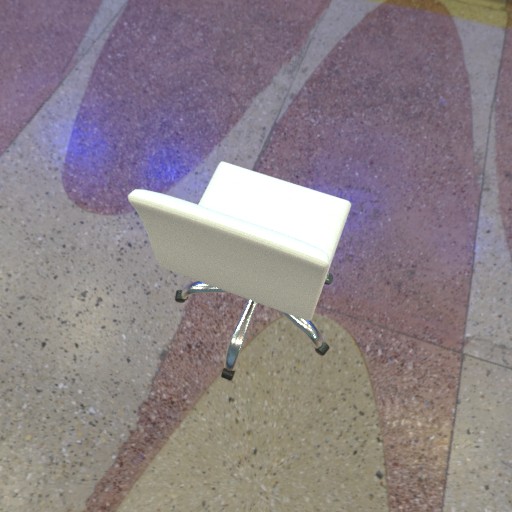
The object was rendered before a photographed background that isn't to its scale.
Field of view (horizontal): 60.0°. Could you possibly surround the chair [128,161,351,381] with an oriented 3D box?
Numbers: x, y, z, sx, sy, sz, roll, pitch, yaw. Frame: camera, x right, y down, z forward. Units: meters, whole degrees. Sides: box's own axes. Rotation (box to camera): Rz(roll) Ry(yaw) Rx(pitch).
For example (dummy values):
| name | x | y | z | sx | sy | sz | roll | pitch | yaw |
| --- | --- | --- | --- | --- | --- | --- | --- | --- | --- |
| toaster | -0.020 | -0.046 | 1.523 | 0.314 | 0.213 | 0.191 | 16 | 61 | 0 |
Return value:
| name | x | y | z | sx | sy | sz | roll | pitch | yaw |
| --- | --- | --- | --- | --- | --- | --- | --- | --- | --- |
| chair | 0.000 | 0.000 | 1.191 | 0.556 | 0.780 | 0.530 | 19 | 64 | 10 |
